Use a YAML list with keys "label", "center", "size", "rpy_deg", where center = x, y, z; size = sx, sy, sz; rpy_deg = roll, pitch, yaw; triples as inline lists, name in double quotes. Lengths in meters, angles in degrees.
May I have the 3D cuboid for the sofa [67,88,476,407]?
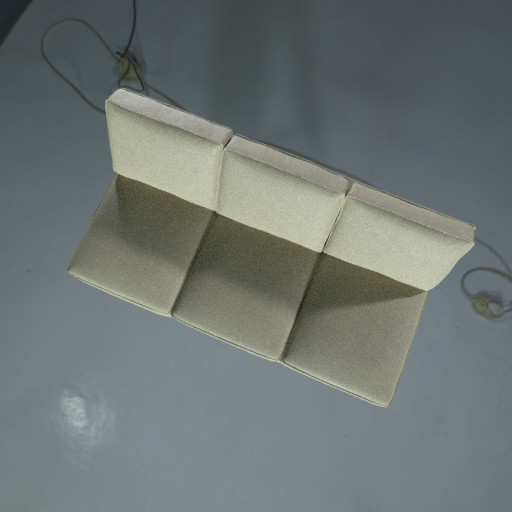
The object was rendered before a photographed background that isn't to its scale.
- label: "sofa"
  center: [0.000, 0.000, 2.527]
  size: [1.962, 0.973, 1.027]
  rpy_deg: [22, 77, 5]
